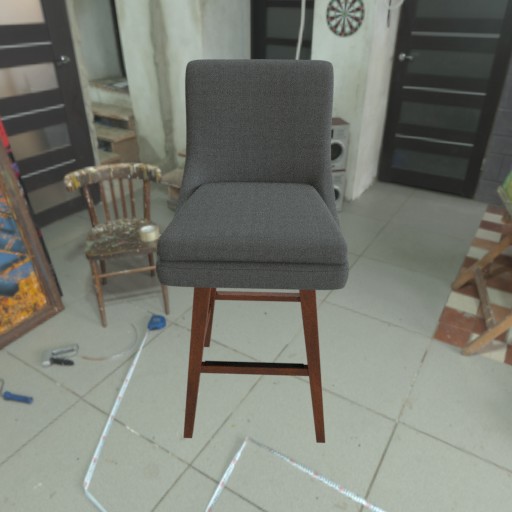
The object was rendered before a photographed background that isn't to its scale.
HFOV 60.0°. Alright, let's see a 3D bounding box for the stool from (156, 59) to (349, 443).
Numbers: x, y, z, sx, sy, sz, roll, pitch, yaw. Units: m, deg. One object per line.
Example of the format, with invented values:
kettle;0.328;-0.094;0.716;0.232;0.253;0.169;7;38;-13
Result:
stool;0.000;0.000;1.263;0.447;0.977;0.524;1;31;2
